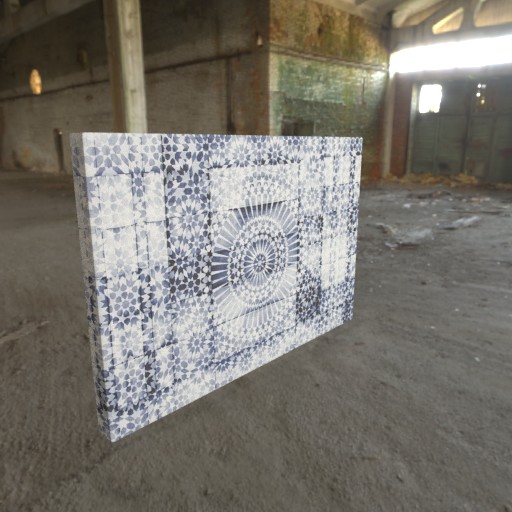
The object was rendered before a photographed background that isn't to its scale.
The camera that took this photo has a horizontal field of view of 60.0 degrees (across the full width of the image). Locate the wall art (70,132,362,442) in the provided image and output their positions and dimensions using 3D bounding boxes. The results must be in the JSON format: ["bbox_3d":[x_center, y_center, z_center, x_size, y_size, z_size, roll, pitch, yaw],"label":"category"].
[{"bbox_3d":[0.000,0.000,1.161,0.057,0.608,0.911,13,19,42],"label":"wall art"}]
